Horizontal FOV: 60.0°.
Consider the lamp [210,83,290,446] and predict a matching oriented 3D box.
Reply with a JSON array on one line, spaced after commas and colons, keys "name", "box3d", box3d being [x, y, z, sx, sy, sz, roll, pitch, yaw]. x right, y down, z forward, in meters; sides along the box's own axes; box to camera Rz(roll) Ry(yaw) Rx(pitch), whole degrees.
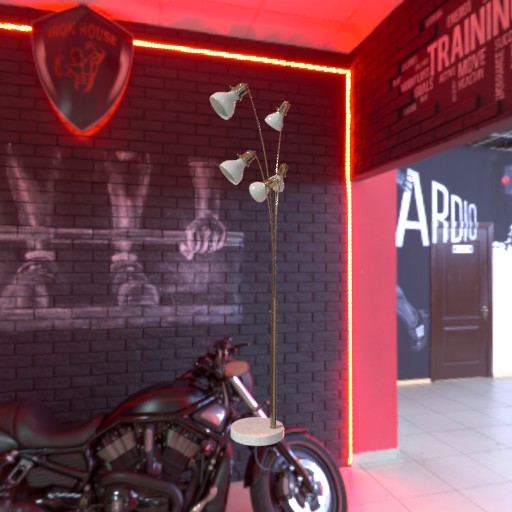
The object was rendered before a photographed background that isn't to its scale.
[{"name": "lamp", "box3d": [0.000, 0.000, 2.995, 0.361, 2.423, 1.405, 0, -1, 17]}]
